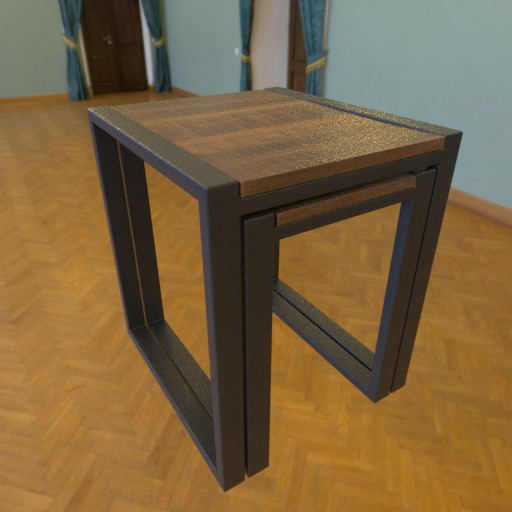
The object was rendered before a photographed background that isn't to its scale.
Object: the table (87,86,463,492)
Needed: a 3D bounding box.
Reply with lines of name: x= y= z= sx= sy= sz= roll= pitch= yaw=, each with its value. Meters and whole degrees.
table: x=0.000 y=0.000 z=0.903 sx=0.449 sy=0.550 sz=0.500 roll=-18 pitch=34 yaw=-28
